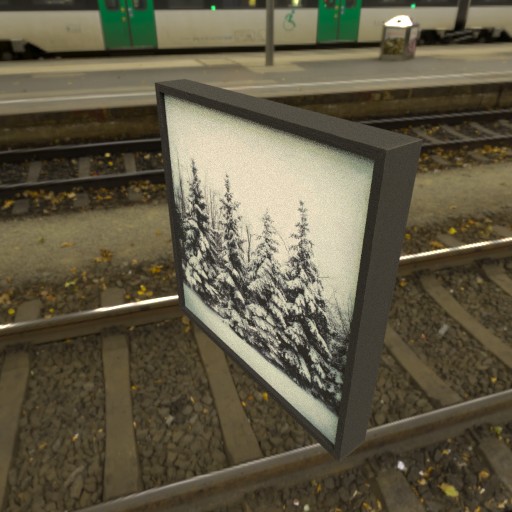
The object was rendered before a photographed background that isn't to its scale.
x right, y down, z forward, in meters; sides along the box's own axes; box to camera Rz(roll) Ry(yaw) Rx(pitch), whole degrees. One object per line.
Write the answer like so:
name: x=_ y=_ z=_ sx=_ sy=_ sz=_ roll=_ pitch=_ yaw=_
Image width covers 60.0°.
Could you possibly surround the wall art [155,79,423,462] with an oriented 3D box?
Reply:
wall art: x=0.000 y=0.000 z=0.460 sx=0.037 sy=0.305 sz=0.305 roll=-22 pitch=37 yaw=-32
